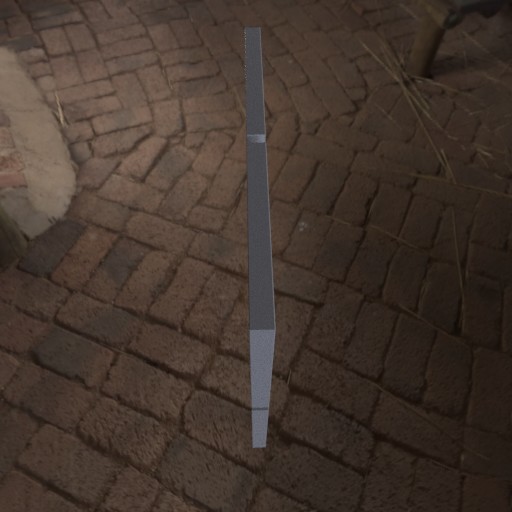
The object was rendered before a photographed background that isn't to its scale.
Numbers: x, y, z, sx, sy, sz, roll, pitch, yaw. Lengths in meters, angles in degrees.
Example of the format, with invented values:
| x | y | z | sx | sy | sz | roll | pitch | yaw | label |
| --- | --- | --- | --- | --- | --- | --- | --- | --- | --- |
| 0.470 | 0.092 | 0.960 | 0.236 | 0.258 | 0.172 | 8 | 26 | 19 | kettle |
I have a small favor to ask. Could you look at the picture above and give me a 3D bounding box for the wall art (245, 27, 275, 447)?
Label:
| x | y | z | sx | sy | sz | roll | pitch | yaw | label |
| --- | --- | --- | --- | --- | --- | --- | --- | --- | --- |
| 0.000 | 0.000 | 0.903 | 0.029 | 0.611 | 0.611 | -1 | 56 | -1 | wall art |
